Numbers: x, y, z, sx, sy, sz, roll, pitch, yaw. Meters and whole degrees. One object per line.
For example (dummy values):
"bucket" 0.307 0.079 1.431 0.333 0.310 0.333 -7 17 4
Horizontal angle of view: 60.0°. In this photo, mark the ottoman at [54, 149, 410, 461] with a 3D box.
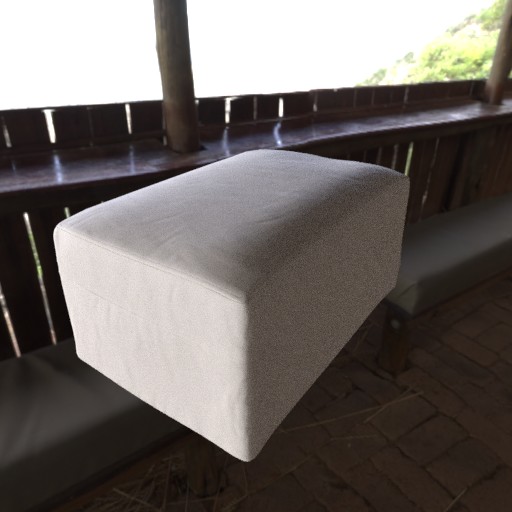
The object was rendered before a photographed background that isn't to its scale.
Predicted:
"ottoman" 0.000 0.000 1.233 0.590 0.444 0.872 18 33 31
